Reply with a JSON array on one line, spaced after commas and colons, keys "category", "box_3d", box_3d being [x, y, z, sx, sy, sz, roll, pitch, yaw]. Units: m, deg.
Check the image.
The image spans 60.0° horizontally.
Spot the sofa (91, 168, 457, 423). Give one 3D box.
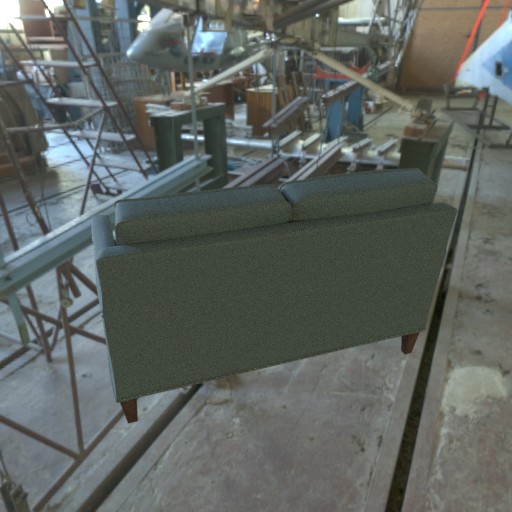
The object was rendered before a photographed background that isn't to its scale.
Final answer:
[{"category": "sofa", "box_3d": [0.000, 0.000, 2.306, 1.597, 1.003, 1.084, -9, 28, -17]}]
